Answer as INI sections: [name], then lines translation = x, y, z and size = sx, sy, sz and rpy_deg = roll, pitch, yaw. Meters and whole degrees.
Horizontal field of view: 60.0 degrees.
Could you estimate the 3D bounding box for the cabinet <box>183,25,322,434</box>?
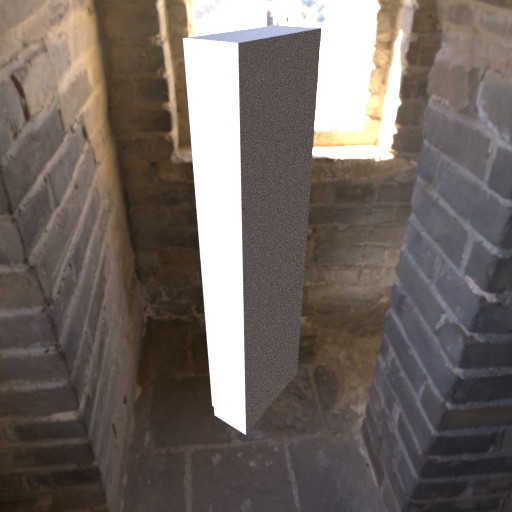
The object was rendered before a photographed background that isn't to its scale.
[cabinet]
translation = 0.000, 0.000, 1.977
size = 0.230, 1.790, 0.500
rpy_deg = 21, 38, 29
